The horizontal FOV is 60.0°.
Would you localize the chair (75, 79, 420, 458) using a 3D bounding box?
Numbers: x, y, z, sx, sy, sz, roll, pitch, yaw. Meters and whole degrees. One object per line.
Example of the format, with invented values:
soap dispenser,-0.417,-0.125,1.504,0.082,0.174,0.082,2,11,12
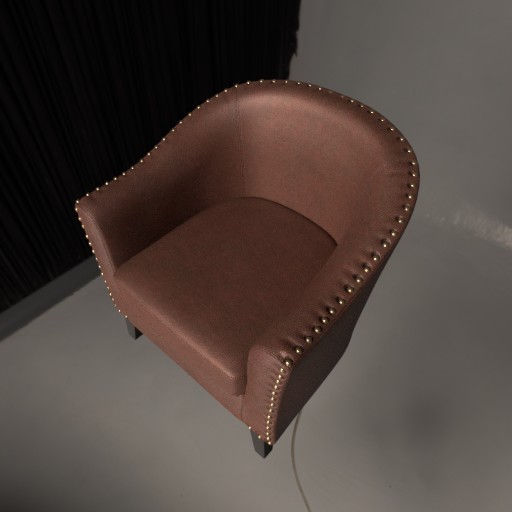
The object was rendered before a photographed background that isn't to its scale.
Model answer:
chair,0.000,0.000,1.405,0.794,0.823,0.748,33,55,27
